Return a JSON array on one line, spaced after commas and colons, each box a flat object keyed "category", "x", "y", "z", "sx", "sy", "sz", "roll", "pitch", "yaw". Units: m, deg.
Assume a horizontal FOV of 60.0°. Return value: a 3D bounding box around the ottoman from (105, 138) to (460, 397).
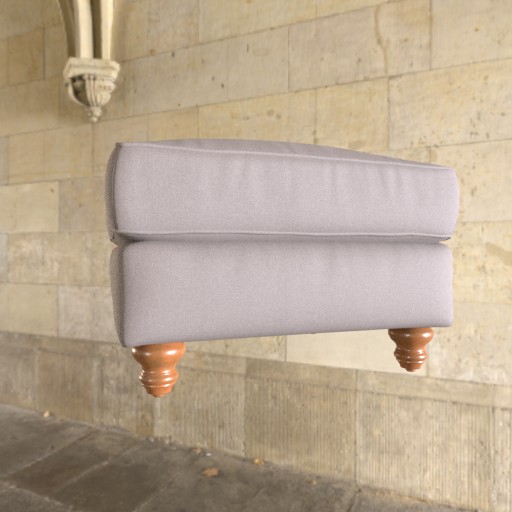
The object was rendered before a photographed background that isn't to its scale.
[{"category": "ottoman", "x": 0.000, "y": 0.000, "z": 1.119, "sx": 0.721, "sy": 0.505, "sz": 0.662, "roll": 0, "pitch": 0, "yaw": -19}]
